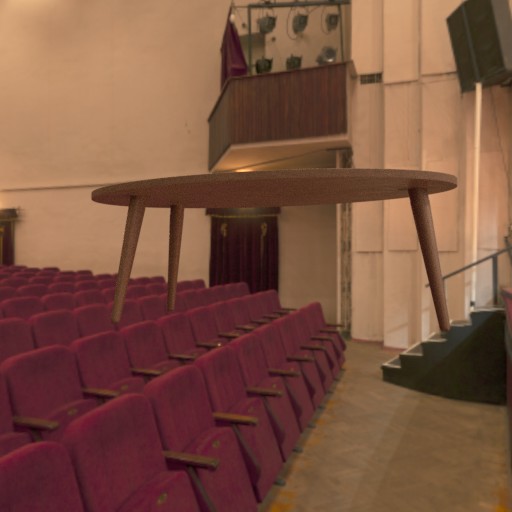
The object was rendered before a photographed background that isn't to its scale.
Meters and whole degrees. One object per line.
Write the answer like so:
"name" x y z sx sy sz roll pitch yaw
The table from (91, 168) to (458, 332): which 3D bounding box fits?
"table" 0.000 0.000 1.302 1.083 0.390 0.542 0 0 19
